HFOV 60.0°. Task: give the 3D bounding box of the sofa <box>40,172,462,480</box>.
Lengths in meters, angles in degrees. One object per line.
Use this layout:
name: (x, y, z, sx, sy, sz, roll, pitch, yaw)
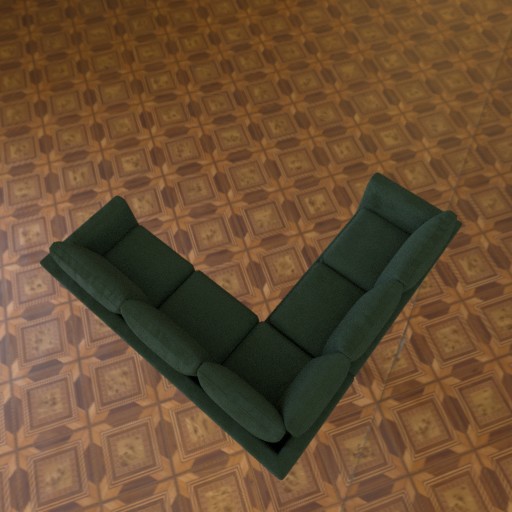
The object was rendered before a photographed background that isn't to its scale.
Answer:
sofa: (0.000, 0.000, 3.805, 2.452, 1.004, 2.468, 36, 69, 17)
